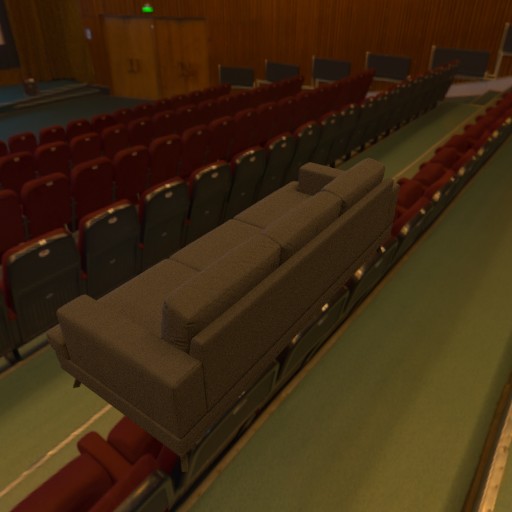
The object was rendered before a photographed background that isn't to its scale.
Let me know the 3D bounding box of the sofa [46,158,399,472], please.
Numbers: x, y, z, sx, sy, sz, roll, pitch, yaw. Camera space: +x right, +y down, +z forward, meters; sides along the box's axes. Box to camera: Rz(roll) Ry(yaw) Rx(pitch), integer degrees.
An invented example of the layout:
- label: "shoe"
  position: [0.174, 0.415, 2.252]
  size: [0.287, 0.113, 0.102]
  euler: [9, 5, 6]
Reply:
- label: "sofa"
  position: [0.000, 0.000, 2.729]
  size: [0.920, 0.810, 2.310]
  euler: [21, 39, 30]
